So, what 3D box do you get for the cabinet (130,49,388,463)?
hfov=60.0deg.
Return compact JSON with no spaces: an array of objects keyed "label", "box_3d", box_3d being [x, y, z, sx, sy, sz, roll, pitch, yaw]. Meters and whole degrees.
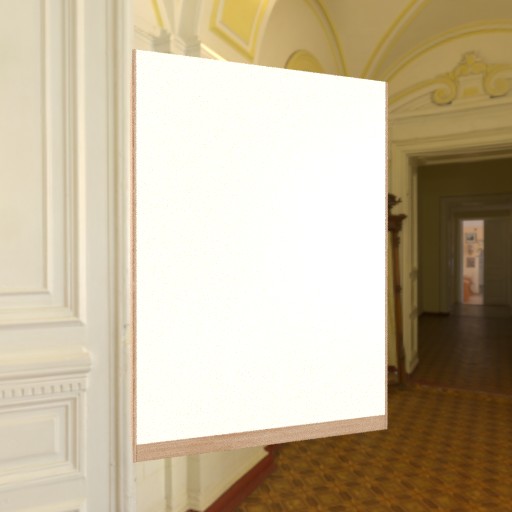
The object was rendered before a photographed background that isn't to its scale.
[{"label":"cabinet","box_3d":[0.000,0.000,2.770,1.500,2.120,0.590,0,0,-17]}]
